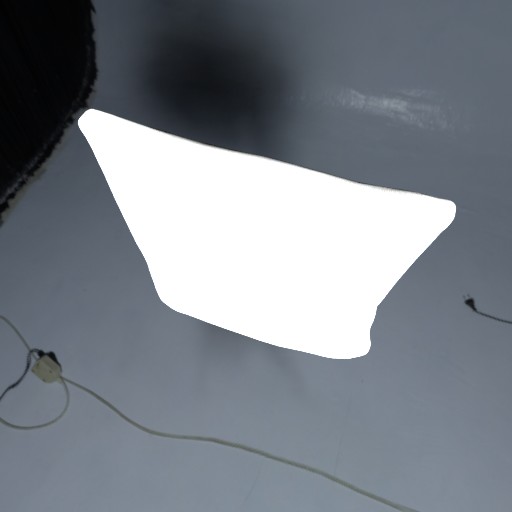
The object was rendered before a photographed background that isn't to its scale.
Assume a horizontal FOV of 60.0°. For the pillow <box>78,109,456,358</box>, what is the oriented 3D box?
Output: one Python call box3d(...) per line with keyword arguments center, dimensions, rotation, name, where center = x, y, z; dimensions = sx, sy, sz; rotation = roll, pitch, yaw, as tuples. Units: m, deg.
box3d(center=(0.000, 0.000, 0.764), dimensions=(0.496, 0.491, 0.219), rotation=(17, 59, 10), name="pillow")
